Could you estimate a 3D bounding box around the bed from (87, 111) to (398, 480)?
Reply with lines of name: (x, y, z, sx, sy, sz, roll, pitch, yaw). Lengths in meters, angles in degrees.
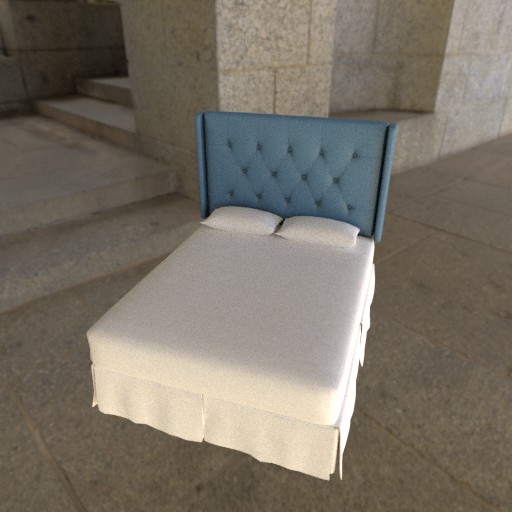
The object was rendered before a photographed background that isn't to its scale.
bed: (0.000, 0.000, 3.254, 1.719, 1.665, 2.078, 9, 29, 16)
